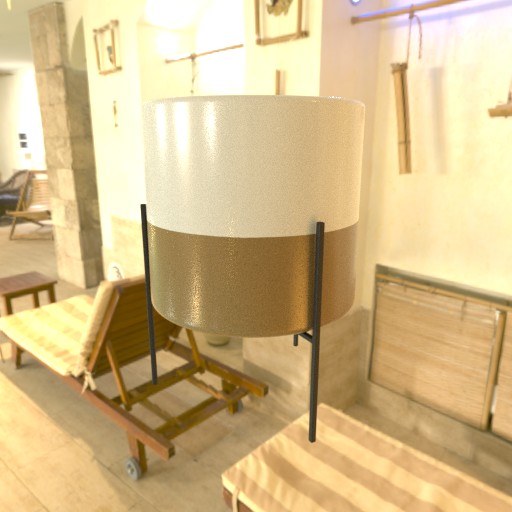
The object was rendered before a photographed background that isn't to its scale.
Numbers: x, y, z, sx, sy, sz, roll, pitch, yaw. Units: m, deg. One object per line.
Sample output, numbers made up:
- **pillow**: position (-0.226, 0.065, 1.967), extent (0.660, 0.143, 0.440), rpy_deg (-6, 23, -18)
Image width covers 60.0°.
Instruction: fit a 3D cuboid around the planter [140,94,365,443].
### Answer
- **planter**: position (0.000, 0.000, 0.663), extent (0.310, 0.432, 0.310), rpy_deg (-14, 21, -42)
